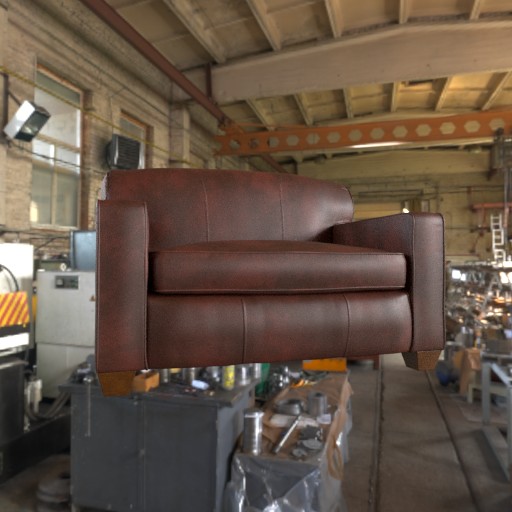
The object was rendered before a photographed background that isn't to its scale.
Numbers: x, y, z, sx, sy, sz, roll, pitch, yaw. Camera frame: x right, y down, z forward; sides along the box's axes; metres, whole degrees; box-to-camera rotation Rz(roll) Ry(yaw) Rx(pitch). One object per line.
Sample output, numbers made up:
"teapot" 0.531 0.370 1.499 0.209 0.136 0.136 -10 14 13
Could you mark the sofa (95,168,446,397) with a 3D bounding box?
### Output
"sofa" 0.000 0.000 2.074 1.413 0.956 1.000 0 -1 -17
